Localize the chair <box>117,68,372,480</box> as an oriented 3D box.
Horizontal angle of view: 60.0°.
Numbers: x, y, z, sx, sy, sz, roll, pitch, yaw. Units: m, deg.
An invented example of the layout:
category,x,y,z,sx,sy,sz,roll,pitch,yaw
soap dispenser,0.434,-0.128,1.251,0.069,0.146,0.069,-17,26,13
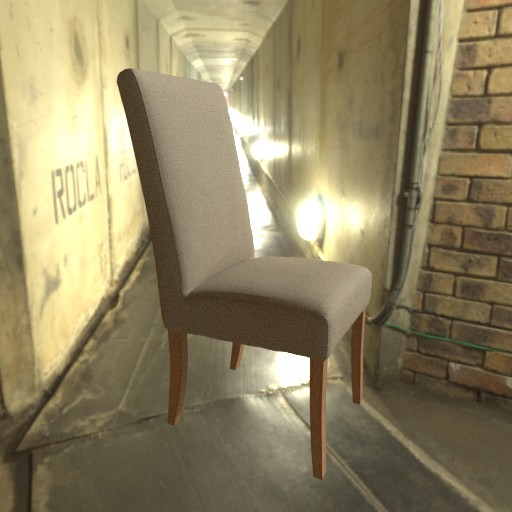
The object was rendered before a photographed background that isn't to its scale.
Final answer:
category,x,y,z,sx,sy,sz,roll,pitch,yaw
chair,0.000,0.000,1.329,0.611,1.033,0.450,8,17,26
